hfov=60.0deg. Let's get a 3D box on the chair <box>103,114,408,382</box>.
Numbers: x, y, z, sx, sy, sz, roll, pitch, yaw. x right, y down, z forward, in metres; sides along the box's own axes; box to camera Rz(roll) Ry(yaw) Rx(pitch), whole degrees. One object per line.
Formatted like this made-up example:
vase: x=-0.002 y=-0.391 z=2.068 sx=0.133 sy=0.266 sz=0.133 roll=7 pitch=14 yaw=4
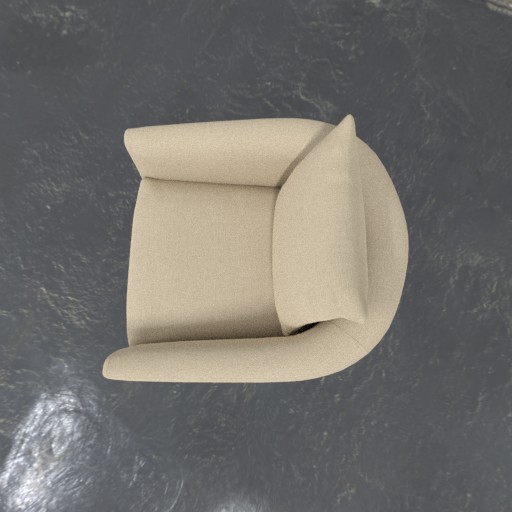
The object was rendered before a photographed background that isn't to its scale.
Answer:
chair: x=0.000 y=0.000 z=1.549 sx=0.910 sy=0.848 sz=0.845 roll=0 pitch=75 yaw=0
